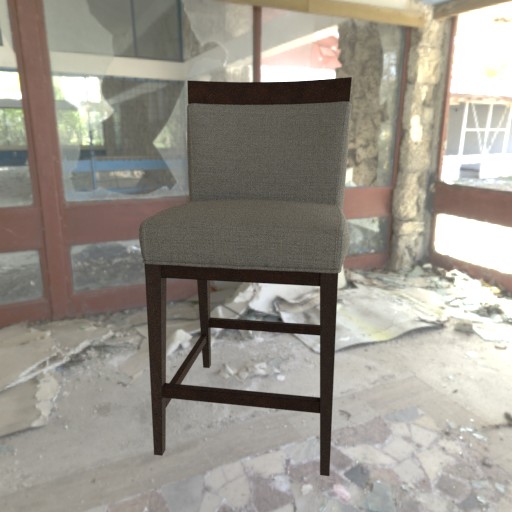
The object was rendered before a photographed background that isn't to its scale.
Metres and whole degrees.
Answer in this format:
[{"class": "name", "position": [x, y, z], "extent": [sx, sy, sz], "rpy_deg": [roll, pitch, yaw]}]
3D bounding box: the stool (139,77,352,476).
[{"class": "stool", "position": [0.000, 0.000, 1.288], "extent": [0.512, 1.009, 0.531], "rpy_deg": [3, 15, 9]}]
